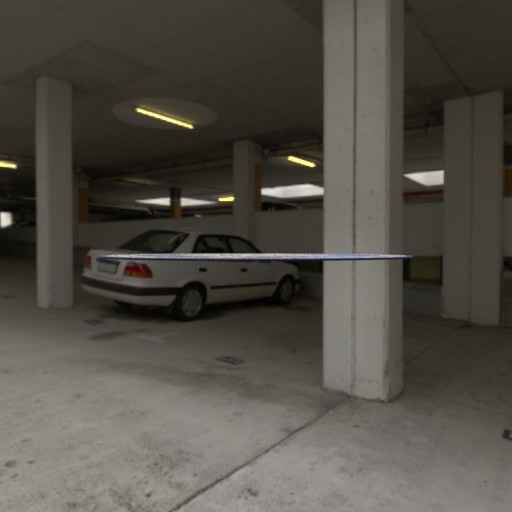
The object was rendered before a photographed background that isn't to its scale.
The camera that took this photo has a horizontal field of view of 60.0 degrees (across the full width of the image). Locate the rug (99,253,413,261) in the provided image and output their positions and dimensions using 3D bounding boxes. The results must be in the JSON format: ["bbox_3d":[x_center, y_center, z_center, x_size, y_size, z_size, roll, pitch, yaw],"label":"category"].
[{"bbox_3d":[0.000,0.000,2.377,1.591,0.010,1.591,0,1,0],"label":"rug"}]
